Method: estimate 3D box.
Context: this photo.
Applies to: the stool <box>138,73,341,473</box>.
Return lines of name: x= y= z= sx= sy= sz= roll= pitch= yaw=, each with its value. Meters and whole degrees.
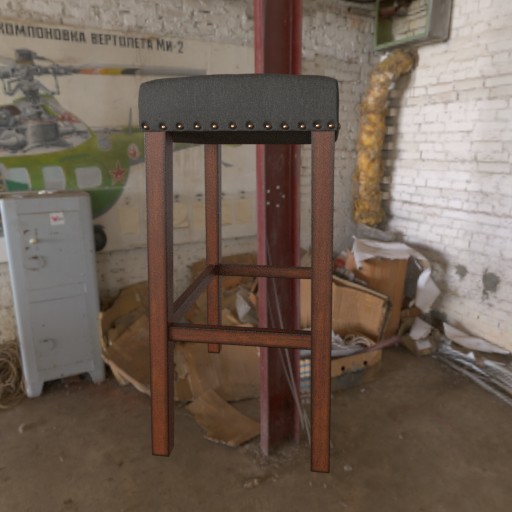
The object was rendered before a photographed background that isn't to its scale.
stool: x=0.000 y=0.000 z=1.046 sx=0.366 sy=0.748 sz=0.502 roll=2 pitch=15 yaw=8
